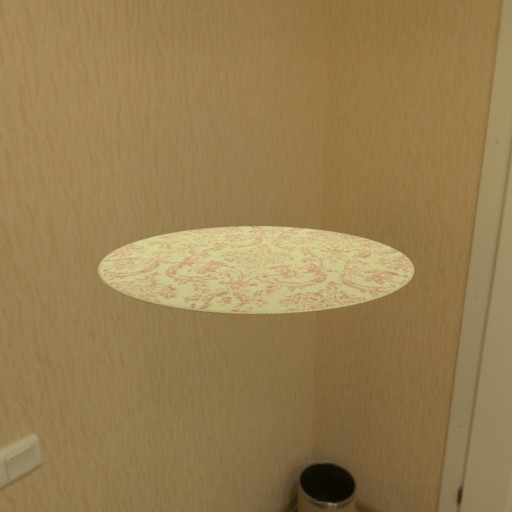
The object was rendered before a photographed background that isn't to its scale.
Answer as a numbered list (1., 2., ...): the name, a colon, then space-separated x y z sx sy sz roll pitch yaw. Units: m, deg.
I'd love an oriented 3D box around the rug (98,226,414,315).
1. rug: 0.000 0.000 2.359 1.593 0.012 1.593 0 15 0
